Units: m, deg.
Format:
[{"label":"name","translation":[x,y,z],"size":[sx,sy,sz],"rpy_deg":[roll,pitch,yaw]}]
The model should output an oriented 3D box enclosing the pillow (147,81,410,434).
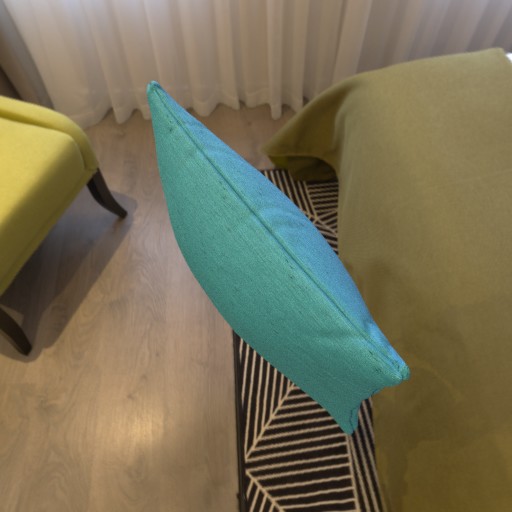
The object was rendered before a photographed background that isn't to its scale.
[{"label":"pillow","translation":[0.000,0.000,0.781],"size":[0.210,0.338,0.633],"rpy_deg":[-31,63,-17]}]
